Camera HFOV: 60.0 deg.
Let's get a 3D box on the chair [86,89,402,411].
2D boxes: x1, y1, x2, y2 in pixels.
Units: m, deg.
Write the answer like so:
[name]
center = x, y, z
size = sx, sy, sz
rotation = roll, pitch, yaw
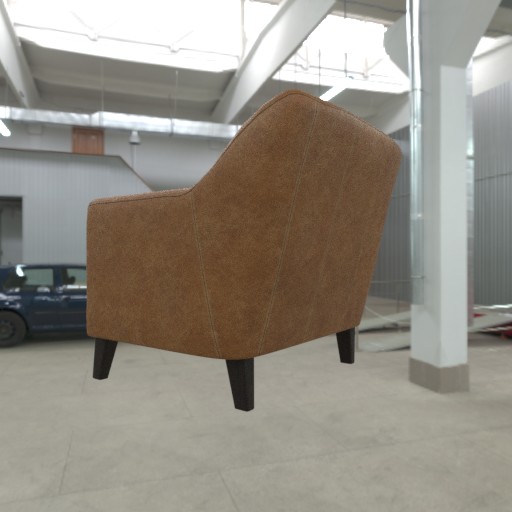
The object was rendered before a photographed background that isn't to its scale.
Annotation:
[chair]
center = 0.000, 0.000, 1.868
size = 1.034, 0.980, 1.037
rotation = 0, 0, 37
